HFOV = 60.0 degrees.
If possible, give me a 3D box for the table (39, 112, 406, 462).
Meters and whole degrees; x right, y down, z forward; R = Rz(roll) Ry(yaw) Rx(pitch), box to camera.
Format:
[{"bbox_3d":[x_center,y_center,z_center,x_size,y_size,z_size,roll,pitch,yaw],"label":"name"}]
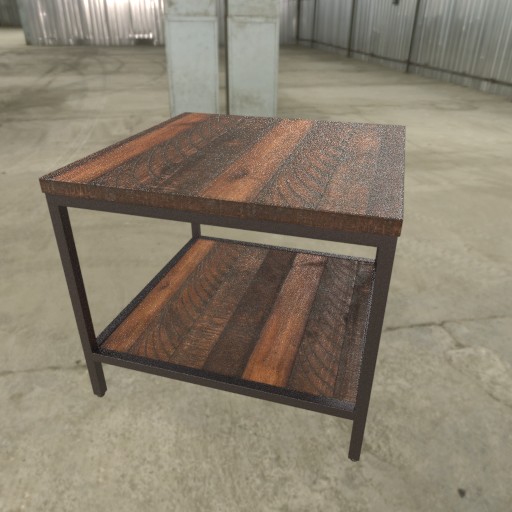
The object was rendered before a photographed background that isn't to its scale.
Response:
[{"bbox_3d":[0.000,0.000,0.974,0.553,0.482,0.548,8,30,15],"label":"table"}]
